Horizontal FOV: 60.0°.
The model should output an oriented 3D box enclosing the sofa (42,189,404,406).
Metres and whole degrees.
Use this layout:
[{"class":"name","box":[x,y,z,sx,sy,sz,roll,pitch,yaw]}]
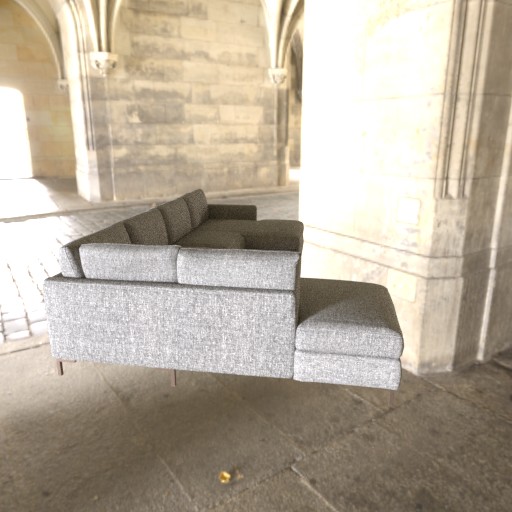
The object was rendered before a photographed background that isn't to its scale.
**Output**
[{"class":"sofa","box":[0.000,0.000,3.510,1.879,0.756,2.737,2,16,9]}]
